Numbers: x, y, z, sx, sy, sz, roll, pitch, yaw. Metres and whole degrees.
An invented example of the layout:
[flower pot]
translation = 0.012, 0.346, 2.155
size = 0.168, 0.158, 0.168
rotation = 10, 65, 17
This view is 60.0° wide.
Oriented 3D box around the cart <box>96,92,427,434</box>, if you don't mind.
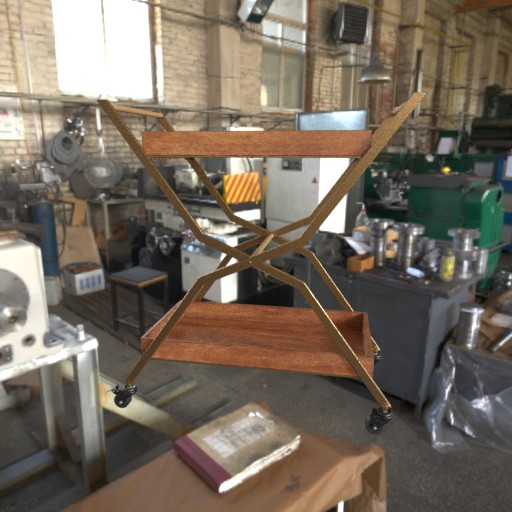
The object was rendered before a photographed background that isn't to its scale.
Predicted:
[cart]
translation = 0.000, 0.000, 1.330
size = 0.836, 0.869, 0.405
rotation = 3, 14, 10
